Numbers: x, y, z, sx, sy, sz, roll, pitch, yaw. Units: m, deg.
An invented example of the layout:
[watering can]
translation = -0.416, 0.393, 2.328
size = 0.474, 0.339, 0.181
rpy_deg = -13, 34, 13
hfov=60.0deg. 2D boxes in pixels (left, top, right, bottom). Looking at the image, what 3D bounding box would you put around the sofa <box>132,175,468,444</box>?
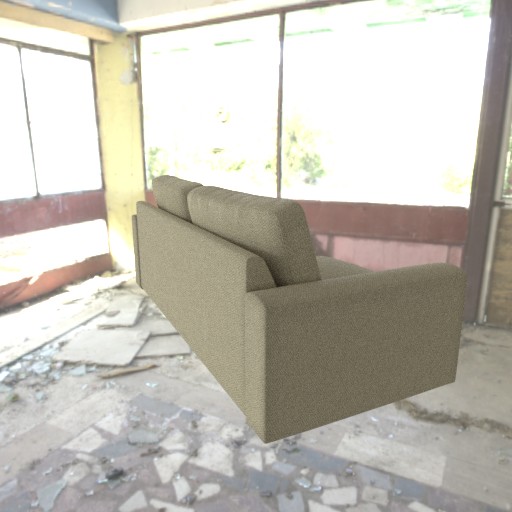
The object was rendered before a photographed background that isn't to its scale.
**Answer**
[sofa]
translation = 0.000, 0.000, 2.640
size = 1.016, 0.873, 2.179
rpy_deg = -7, 16, -26
